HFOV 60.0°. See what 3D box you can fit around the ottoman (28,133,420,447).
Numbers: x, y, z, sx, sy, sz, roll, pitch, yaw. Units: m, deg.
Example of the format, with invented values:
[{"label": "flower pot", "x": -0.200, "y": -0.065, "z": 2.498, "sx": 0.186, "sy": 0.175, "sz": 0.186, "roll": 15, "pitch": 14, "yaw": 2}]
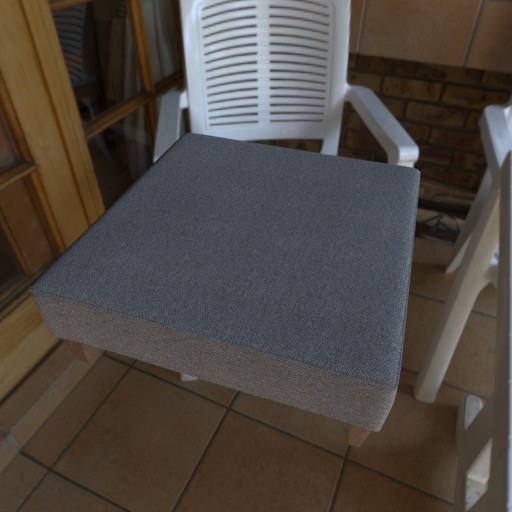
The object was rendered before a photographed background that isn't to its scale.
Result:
[{"label": "ottoman", "x": 0.000, "y": 0.000, "z": 1.501, "sx": 0.970, "sy": 0.378, "sz": 0.981, "roll": 12, "pitch": 43, "yaw": 14}]
